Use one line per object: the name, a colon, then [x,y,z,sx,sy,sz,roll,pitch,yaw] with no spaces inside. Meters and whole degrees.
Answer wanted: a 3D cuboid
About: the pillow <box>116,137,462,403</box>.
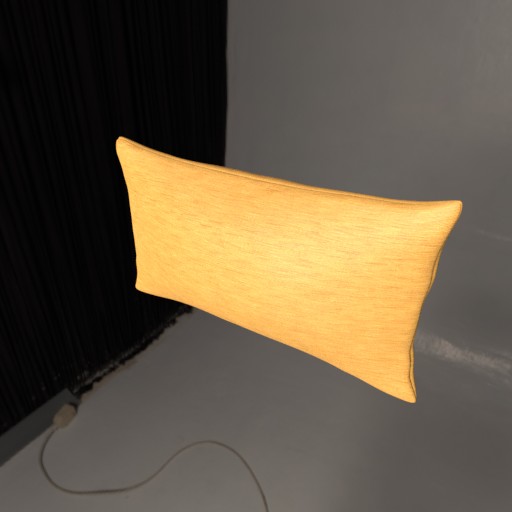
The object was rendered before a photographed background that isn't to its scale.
pillow: [0.000,0.000,0.797,0.634,0.354,0.210,17,34,28]
